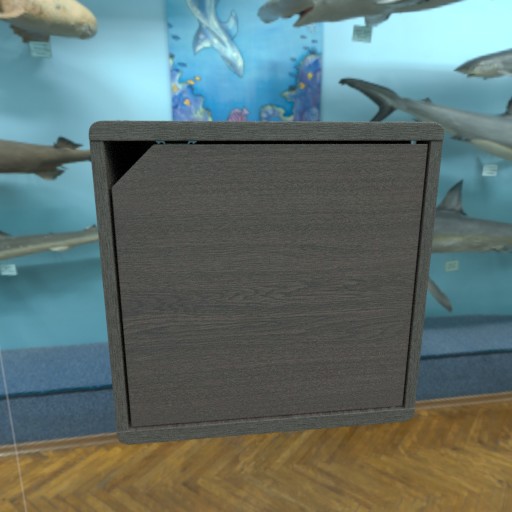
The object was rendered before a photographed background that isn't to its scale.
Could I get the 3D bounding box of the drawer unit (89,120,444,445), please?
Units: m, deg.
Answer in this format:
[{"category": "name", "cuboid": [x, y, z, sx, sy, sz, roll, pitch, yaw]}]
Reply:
[{"category": "drawer unit", "cuboid": [0.000, 0.000, 0.603, 0.344, 0.344, 0.290, -2, 15, -7]}]
